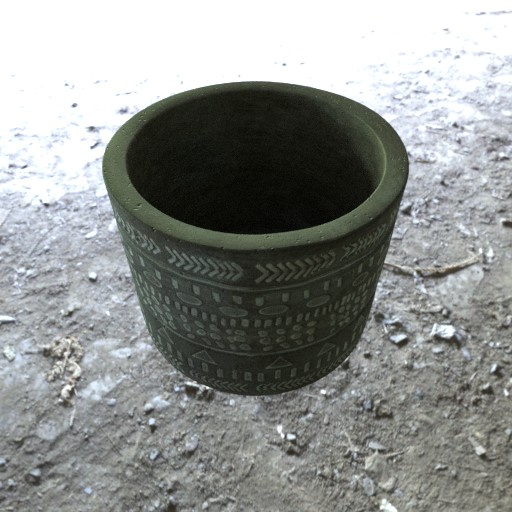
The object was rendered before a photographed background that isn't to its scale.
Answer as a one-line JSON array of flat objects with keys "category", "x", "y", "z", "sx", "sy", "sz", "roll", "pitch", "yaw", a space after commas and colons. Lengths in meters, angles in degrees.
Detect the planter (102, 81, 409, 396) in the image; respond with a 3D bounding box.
[{"category": "planter", "x": 0.000, "y": 0.000, "z": 0.261, "sx": 0.142, "sy": 0.149, "sz": 0.142, "roll": 0, "pitch": 46, "yaw": 0}]
